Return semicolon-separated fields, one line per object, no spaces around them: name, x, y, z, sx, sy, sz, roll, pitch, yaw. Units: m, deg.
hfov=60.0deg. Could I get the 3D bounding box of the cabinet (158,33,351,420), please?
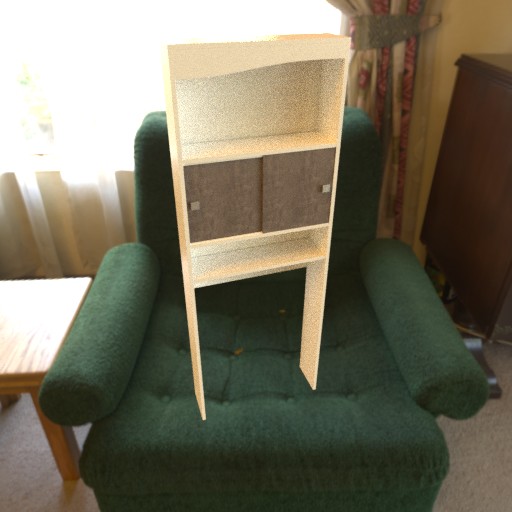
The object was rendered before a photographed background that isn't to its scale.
cabinet;0.000;0.000;1.997;0.643;1.770;0.192;-10;33;-16
